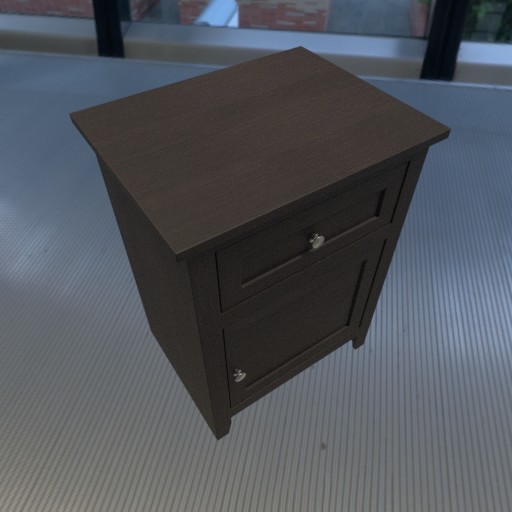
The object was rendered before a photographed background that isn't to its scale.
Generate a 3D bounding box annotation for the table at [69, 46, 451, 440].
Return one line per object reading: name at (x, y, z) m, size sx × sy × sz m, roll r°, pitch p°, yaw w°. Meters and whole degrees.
table at (0.000, 0.000, 0.941) m, size 0.480 × 0.635 × 0.381 m, roll -26°, pitch 52°, yaw -22°
